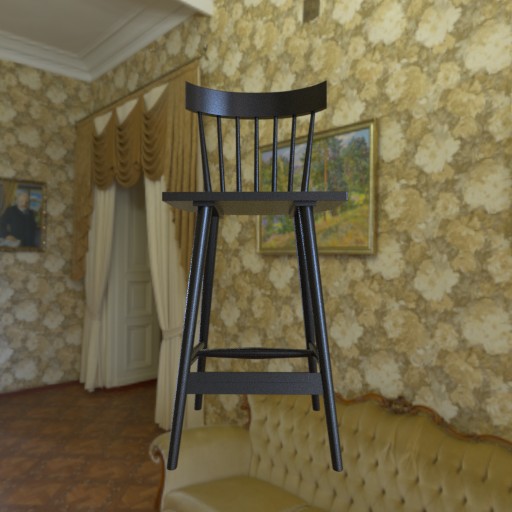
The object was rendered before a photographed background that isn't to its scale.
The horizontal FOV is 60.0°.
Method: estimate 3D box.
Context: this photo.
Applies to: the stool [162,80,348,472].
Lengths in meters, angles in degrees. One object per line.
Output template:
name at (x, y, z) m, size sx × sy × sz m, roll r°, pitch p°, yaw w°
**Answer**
stool at (0.000, 0.000, 1.366) m, size 0.482 × 1.092 × 0.483 m, roll 0°, pitch -1°, yaw 1°
